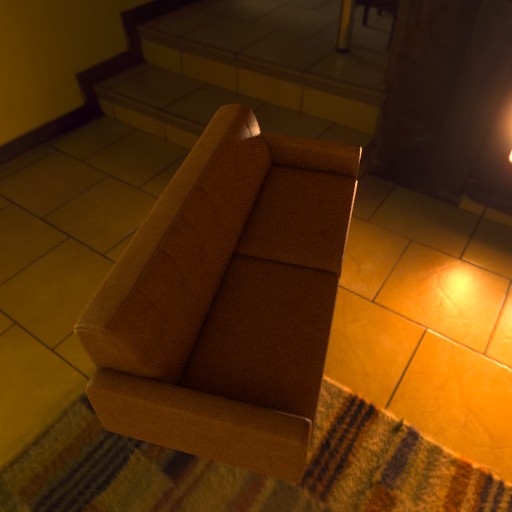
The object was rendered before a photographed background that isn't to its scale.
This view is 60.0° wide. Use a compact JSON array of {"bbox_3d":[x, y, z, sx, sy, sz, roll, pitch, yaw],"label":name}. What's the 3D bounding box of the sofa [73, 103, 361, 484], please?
[{"bbox_3d":[0.000,0.000,2.538,0.980,0.892,2.137,11,46,10],"label":"sofa"}]
